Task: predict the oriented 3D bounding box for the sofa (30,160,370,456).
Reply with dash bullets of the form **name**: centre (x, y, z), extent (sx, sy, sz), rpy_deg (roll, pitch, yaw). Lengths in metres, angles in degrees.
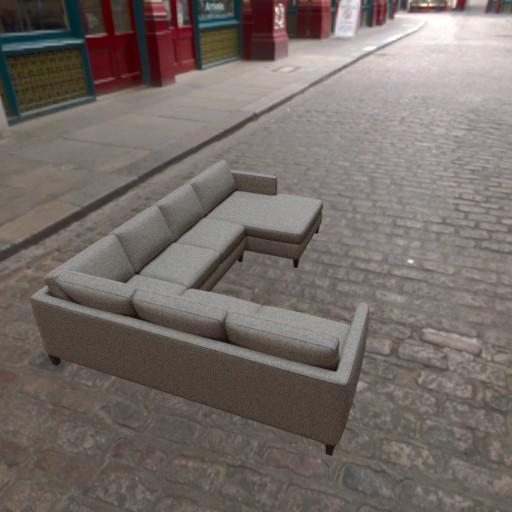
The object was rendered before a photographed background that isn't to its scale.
- **sofa**: centre (0.000, 0.000, 4.548), extent (2.551, 0.889, 3.403), rpy_deg (11, 31, 18)
